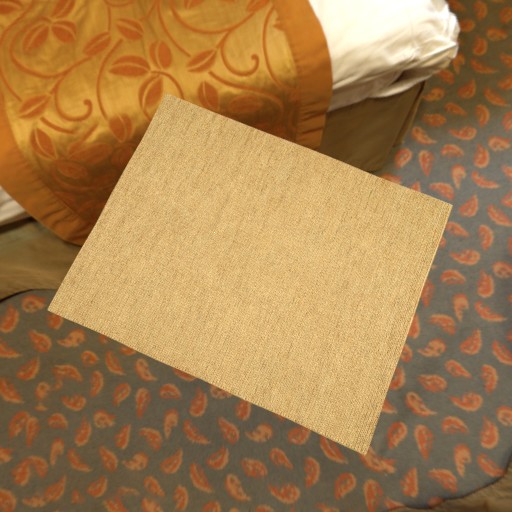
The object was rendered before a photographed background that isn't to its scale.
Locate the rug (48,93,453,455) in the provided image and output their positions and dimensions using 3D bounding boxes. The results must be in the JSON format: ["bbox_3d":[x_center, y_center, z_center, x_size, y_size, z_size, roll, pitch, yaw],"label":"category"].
[{"bbox_3d":[0.000,0.000,4.091,3.034,0.012,2.406,23,77,6],"label":"rug"}]
